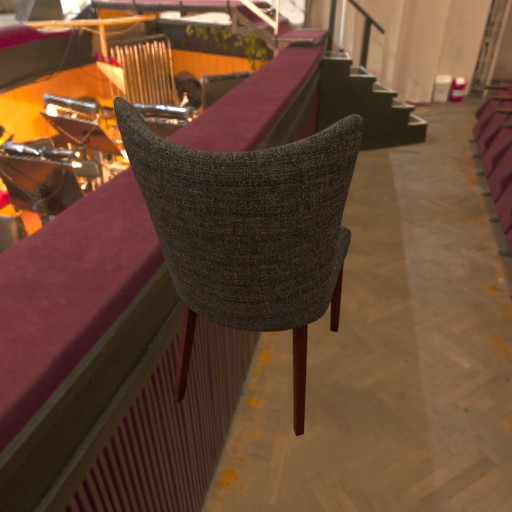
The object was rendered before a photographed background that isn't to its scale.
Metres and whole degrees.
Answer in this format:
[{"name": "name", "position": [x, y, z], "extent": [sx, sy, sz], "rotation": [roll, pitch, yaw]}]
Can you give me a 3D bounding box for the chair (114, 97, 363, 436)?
[{"name": "chair", "position": [0.000, 0.000, 1.273], "extent": [0.535, 0.924, 0.623], "rotation": [10, 33, 15]}]
